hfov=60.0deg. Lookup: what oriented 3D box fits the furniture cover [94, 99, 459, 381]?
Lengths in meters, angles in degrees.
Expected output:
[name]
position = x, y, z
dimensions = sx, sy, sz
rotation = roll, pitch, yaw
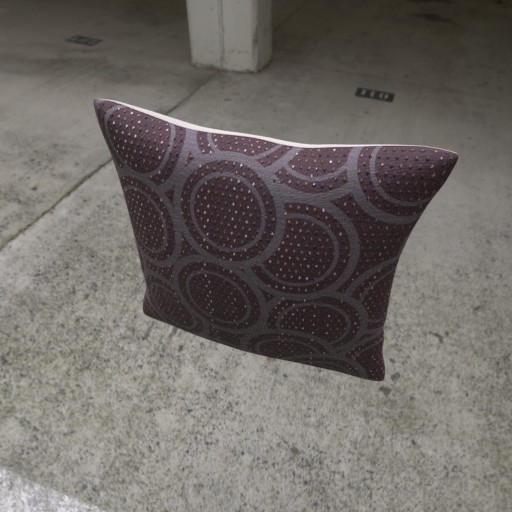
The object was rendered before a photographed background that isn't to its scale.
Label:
[furniture cover]
position = 0.000, 0.000, 0.801
dimensions = 0.552, 0.509, 0.193
rotation = 13, 43, 14
